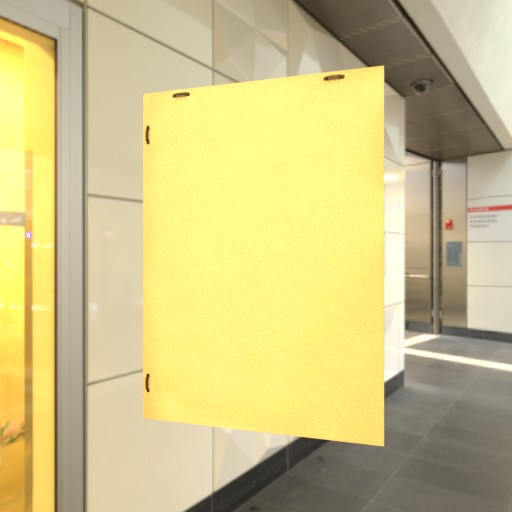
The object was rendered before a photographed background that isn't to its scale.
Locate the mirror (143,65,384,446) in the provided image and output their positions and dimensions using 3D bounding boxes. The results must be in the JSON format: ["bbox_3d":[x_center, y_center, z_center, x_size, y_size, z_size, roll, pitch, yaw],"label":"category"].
[{"bbox_3d":[0.000,0.000,0.913,0.507,0.710,0.040,0,0,17],"label":"mirror"}]
